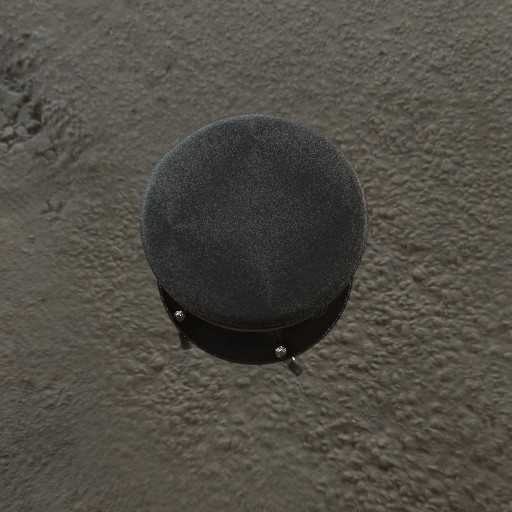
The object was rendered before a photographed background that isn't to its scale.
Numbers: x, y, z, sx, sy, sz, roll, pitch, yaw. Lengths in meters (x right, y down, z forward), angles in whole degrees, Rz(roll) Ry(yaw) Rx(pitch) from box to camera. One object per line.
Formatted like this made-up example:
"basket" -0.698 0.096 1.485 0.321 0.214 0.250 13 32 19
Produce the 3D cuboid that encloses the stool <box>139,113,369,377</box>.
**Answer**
"stool" 0.000 0.000 0.693 0.381 0.365 0.382 -39 79 -9
